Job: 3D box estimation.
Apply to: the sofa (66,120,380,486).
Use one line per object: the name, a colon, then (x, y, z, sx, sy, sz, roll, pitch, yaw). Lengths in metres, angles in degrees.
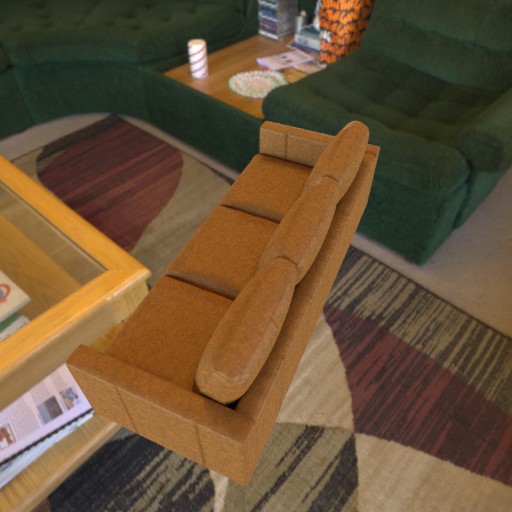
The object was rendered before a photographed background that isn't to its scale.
sofa: (0.000, 0.000, 2.667, 0.903, 0.930, 2.231, 18, 49, 16)
